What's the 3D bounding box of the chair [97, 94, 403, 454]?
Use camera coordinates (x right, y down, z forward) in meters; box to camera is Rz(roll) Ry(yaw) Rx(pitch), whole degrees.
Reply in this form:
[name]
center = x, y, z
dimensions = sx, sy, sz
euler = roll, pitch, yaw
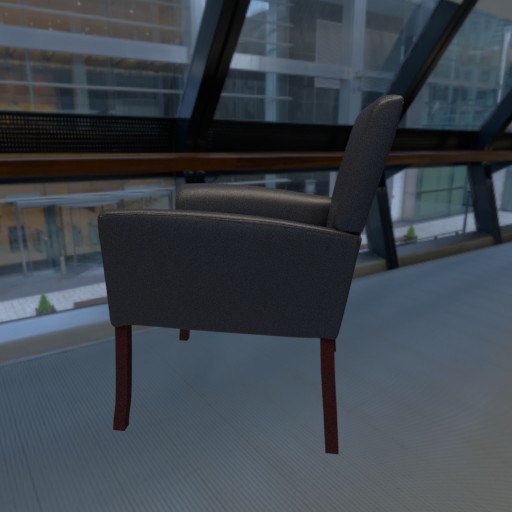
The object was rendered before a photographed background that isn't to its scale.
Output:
[chair]
center = 0.000, 0.000, 1.463
dimensions = 0.772, 0.951, 0.683
euler = 2, 15, 9
